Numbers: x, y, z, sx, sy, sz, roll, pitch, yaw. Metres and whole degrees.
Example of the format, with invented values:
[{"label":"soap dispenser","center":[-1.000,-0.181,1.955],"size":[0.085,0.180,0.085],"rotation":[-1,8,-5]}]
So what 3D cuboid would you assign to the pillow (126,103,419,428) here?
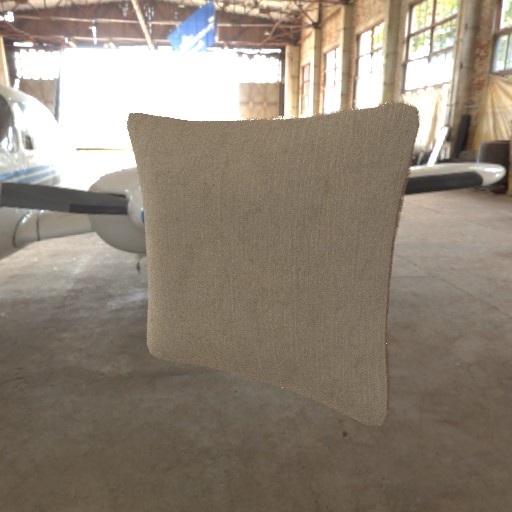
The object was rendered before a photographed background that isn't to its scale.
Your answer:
[{"label":"pillow","center":[0.000,0.000,0.815],"size":[0.538,0.525,0.216],"rotation":[8,17,27]}]
